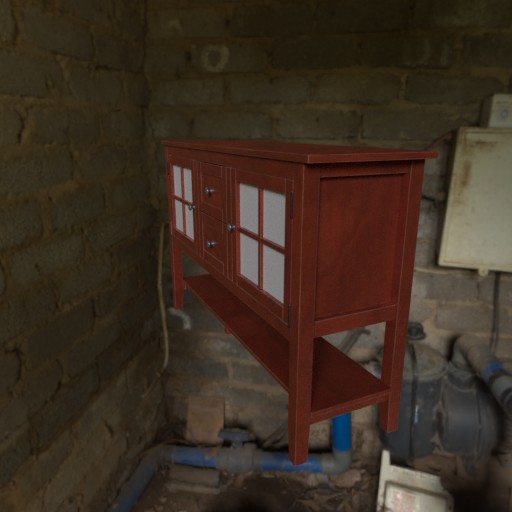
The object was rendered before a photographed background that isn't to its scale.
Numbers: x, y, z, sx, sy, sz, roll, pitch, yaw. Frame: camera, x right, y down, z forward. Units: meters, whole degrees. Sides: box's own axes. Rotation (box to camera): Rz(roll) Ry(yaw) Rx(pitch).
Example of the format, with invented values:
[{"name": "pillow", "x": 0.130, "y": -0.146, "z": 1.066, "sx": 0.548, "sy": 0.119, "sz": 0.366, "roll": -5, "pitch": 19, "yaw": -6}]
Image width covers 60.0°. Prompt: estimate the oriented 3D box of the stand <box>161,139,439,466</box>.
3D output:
[{"name": "stand", "x": 0.000, "y": 0.000, "z": 1.782, "sx": 0.410, "sy": 0.872, "sz": 1.362, "roll": -7, "pitch": 18, "yaw": -24}]
